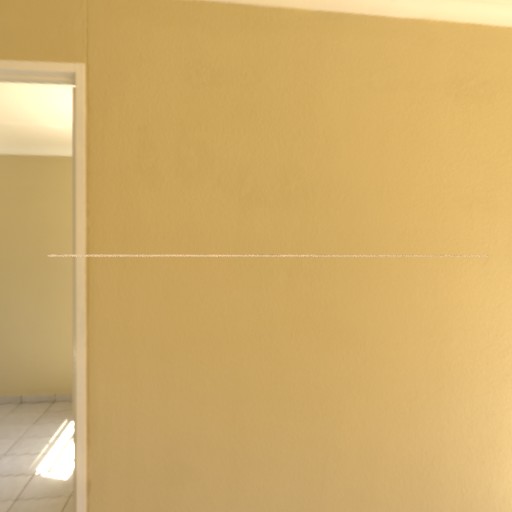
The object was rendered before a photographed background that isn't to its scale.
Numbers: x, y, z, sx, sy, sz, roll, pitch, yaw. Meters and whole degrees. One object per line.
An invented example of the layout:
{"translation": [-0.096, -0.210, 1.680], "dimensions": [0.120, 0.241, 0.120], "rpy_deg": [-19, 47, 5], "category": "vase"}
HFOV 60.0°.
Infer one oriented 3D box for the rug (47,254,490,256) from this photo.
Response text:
{"translation": [0.000, 0.000, 2.862], "dimensions": [2.284, 0.008, 1.522], "rpy_deg": [0, 0, -18], "category": "rug"}
